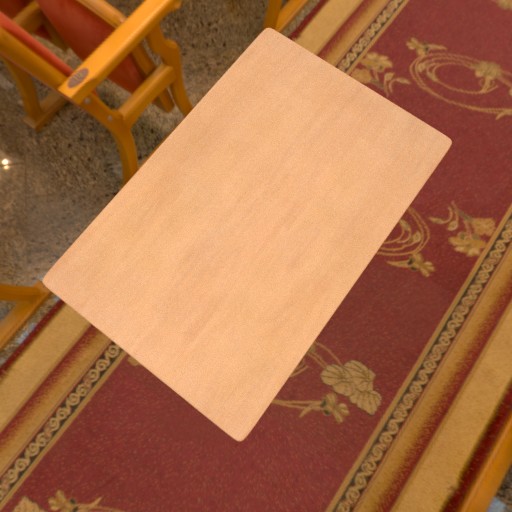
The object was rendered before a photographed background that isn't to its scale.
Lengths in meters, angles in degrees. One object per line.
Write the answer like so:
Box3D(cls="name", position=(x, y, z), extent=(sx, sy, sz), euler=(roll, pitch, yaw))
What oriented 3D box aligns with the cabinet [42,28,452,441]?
Box3D(cls="cabinet", position=(0.000, 0.000, 1.285), extent=(0.503, 0.762, 0.763), euler=(36, 78, 9))
